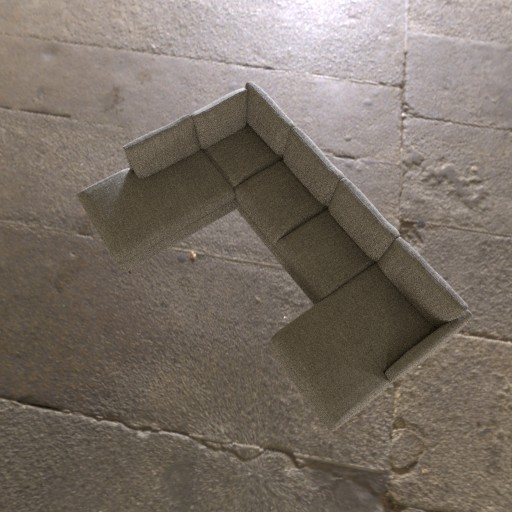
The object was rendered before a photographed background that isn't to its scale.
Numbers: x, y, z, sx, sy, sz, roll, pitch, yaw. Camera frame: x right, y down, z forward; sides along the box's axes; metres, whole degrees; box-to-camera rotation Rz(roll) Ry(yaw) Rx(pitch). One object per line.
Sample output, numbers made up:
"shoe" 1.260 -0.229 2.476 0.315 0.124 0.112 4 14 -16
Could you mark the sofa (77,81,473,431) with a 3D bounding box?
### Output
"sofa" 0.000 0.000 3.521 1.879 0.756 2.737 -32 68 -15
